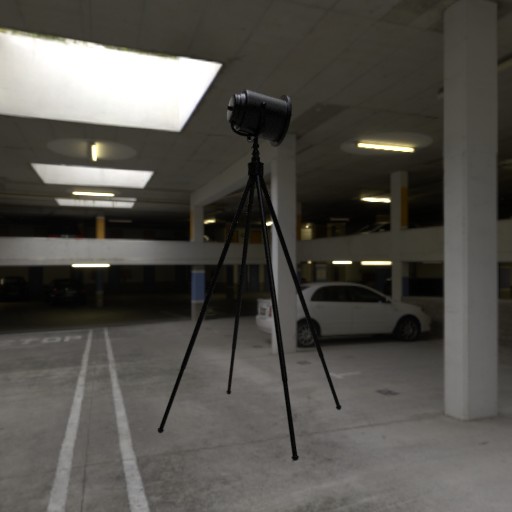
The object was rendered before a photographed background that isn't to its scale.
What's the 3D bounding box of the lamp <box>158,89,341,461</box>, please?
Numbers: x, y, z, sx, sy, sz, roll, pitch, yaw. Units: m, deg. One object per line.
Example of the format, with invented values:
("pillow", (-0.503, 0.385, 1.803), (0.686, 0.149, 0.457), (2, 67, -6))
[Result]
("lamp", (0.000, 0.000, 2.030), (0.884, 1.504, 0.879), (0, -1, -20))
